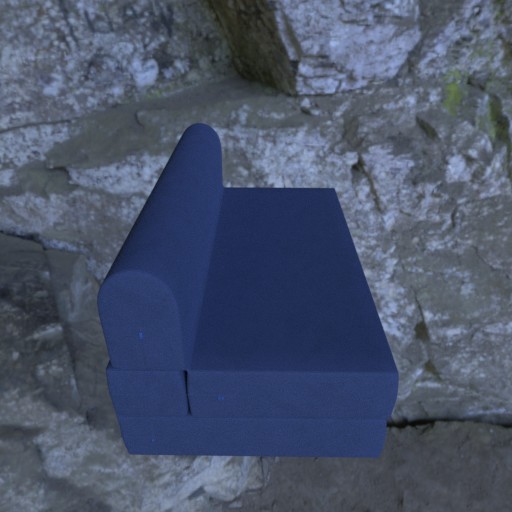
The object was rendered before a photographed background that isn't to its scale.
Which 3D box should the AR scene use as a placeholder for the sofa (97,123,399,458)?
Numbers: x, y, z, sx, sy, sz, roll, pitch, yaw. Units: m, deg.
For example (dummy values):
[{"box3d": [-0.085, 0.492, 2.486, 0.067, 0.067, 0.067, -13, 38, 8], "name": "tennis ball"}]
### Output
[{"box3d": [0.000, 0.000, 1.644, 0.762, 0.660, 1.219, 0, 32, 1], "name": "sofa"}]
